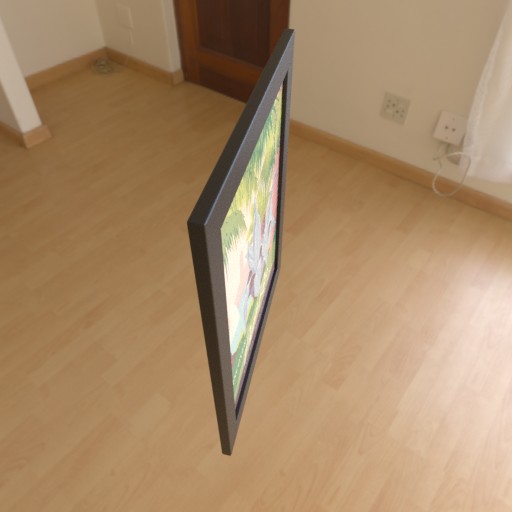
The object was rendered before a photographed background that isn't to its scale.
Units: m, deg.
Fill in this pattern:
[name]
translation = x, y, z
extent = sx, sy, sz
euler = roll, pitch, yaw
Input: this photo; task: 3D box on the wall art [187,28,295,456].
[wall art]
translation = 0.000, 0.000, 0.772
extent = 0.018, 0.582, 0.481
euler = 10, 47, 9
